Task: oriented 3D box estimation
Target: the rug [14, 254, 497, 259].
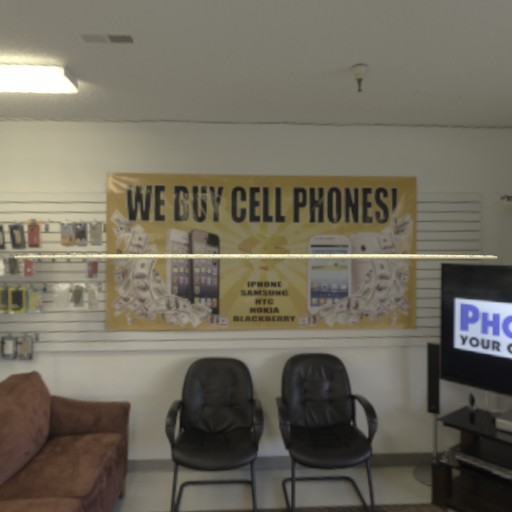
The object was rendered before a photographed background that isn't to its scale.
[{"bbox_3d":[0.000,0.000,3.419,2.746,0.018,1.819,0,0,0],"label":"rug"}]
